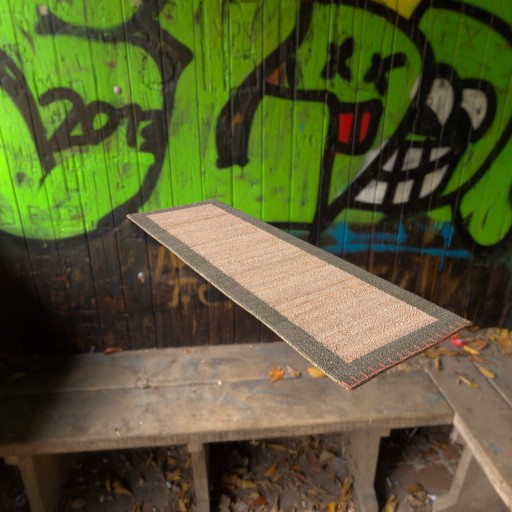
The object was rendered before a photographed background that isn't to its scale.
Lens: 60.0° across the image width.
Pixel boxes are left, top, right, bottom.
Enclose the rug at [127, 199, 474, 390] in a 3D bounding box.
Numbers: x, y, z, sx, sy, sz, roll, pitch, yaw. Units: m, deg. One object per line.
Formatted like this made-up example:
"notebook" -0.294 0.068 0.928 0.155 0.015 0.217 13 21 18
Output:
"rug" 0.000 0.000 2.752 0.810 0.016 2.413 -15 28 -31
